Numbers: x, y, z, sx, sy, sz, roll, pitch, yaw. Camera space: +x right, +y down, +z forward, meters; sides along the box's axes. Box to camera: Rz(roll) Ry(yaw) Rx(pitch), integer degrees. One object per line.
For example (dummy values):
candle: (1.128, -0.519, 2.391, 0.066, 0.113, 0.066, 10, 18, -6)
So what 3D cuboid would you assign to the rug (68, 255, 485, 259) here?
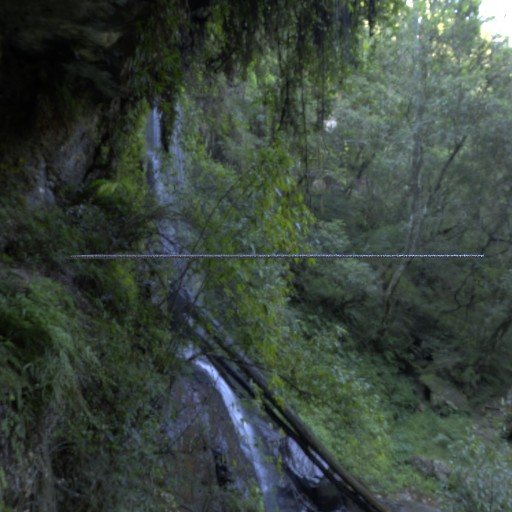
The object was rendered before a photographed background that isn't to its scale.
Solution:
rug: (0.000, 0.000, 4.279, 3.123, 0.017, 2.447, 0, 0, -17)
